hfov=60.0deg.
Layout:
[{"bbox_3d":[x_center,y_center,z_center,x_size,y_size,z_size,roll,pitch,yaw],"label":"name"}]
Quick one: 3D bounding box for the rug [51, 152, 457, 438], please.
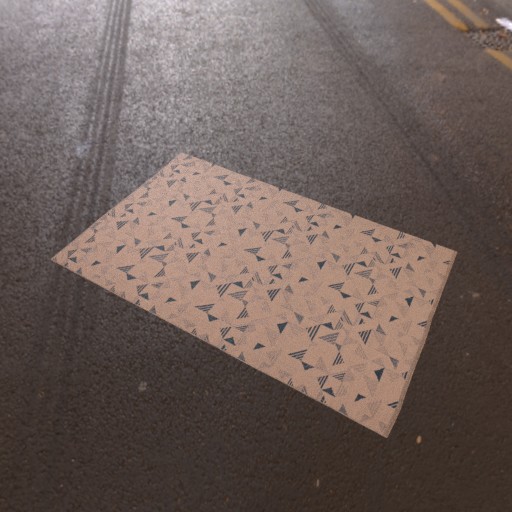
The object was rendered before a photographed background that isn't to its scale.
[{"bbox_3d":[0.000,0.000,3.123,2.457,0.009,1.512,23,51,20],"label":"rug"}]
